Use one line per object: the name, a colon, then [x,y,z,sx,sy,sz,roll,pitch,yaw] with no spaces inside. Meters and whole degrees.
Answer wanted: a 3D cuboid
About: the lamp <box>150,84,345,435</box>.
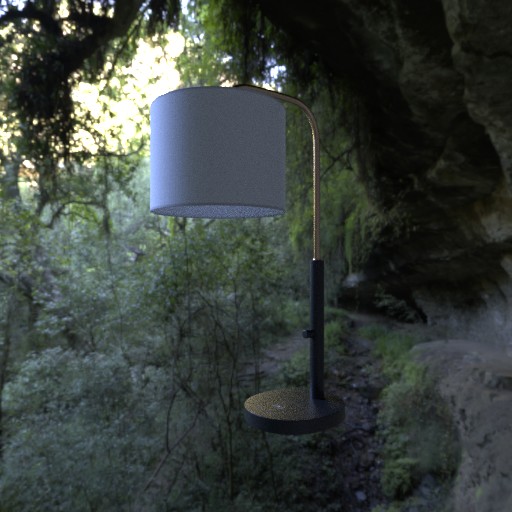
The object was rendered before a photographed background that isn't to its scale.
lamp: [0.000,0.000,0.703,0.337,0.540,0.199,0,0,-36]
